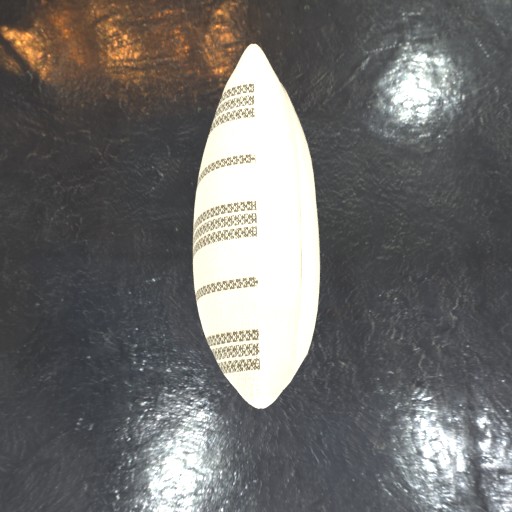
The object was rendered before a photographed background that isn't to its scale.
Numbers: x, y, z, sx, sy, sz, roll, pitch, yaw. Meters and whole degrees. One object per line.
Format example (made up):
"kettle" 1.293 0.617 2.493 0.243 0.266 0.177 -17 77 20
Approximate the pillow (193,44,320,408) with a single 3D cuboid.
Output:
"pillow" 0.000 0.000 0.651 0.173 0.406 0.405 -1 74 0
